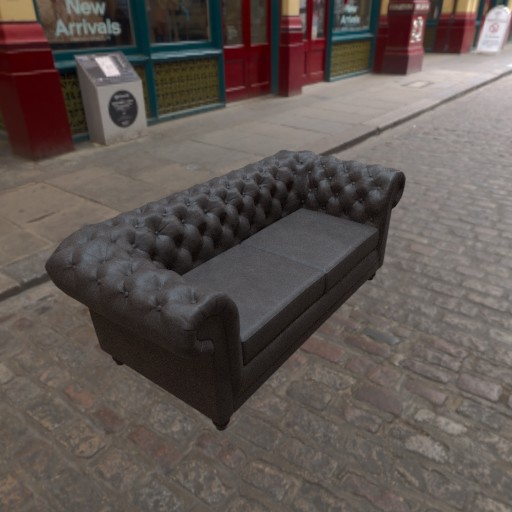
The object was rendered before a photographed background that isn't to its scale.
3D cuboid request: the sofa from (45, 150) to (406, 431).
[{"bbox_3d":[0.000,0.000,2.546,0.944,0.779,2.048,19,34,32],"label":"sofa"}]
